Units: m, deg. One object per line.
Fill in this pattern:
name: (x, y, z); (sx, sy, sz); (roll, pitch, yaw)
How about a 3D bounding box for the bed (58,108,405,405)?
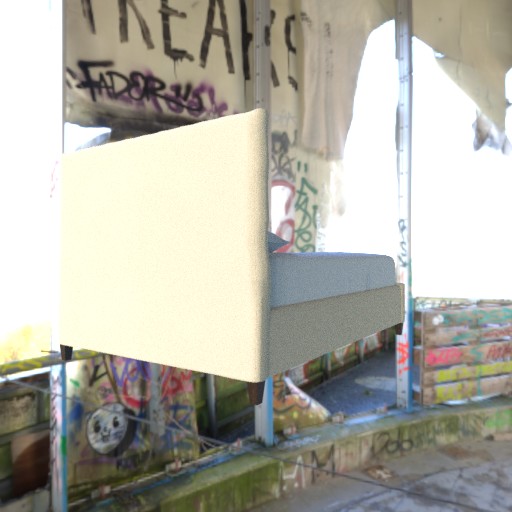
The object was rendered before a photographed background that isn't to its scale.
bed: (0.000, 0.000, 3.539); (1.698, 1.427, 2.387); (0, 0, 35)
